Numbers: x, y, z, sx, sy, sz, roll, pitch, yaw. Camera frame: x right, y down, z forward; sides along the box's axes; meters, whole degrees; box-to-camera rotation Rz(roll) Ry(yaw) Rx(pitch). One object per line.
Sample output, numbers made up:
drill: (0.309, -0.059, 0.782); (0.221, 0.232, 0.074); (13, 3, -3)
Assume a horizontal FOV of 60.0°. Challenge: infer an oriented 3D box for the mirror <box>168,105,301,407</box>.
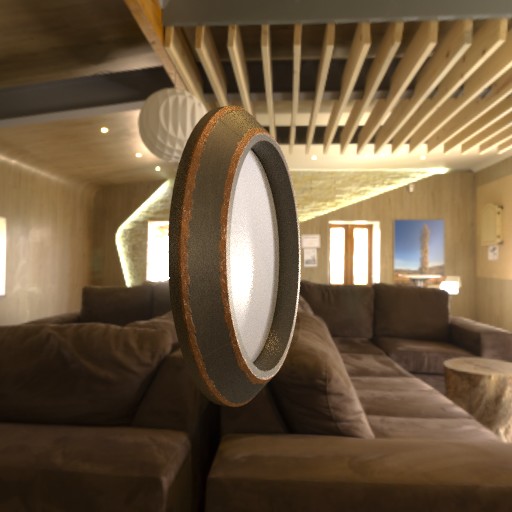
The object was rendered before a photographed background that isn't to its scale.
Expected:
mirror: (0.000, 0.000, 1.396); (0.111, 0.907, 0.907); (-1, -2, 19)
